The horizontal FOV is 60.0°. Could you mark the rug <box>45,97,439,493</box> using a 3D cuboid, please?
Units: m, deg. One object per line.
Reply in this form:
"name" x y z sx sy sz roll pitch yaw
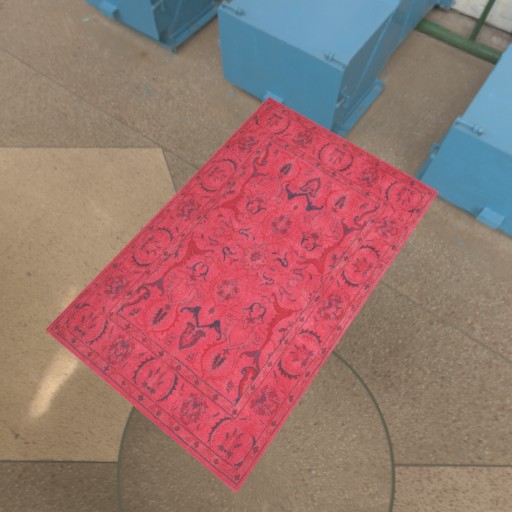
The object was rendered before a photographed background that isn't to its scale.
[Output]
"rug" 0.000 0.000 3.023 1.534 0.010 2.423 34 70 14
